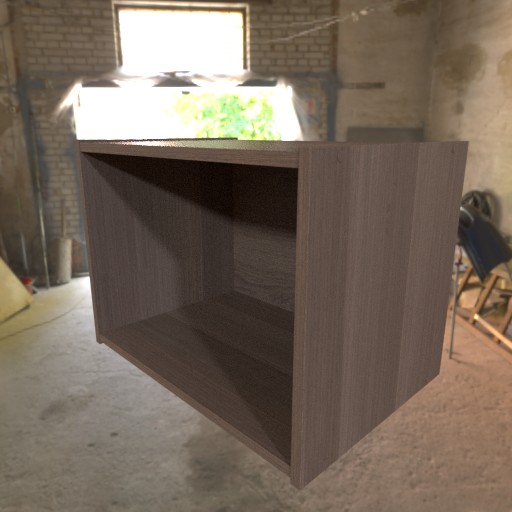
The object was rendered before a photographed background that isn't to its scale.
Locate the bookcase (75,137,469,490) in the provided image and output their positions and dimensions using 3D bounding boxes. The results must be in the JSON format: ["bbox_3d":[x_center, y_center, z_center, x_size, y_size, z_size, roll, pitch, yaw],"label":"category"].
[{"bbox_3d":[0.000,0.000,0.603,0.290,0.305,0.415,-15,22,-42],"label":"bookcase"}]
